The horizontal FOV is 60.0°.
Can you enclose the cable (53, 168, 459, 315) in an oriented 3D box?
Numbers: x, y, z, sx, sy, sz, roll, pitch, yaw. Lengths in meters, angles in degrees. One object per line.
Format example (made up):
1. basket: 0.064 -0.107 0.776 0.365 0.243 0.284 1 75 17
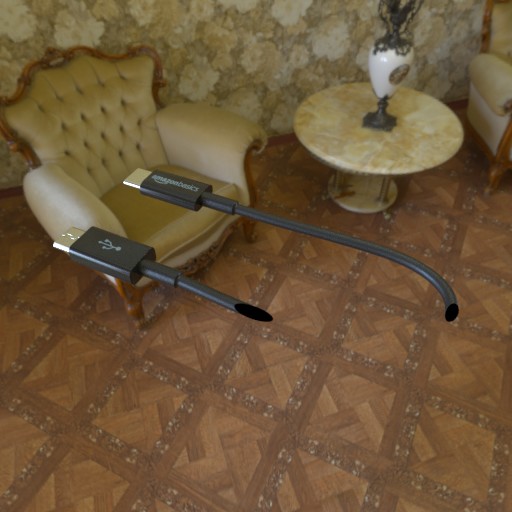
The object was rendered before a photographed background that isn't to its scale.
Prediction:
1. cable: 0.000 0.000 0.113 0.098 0.006 0.040 19 48 17
